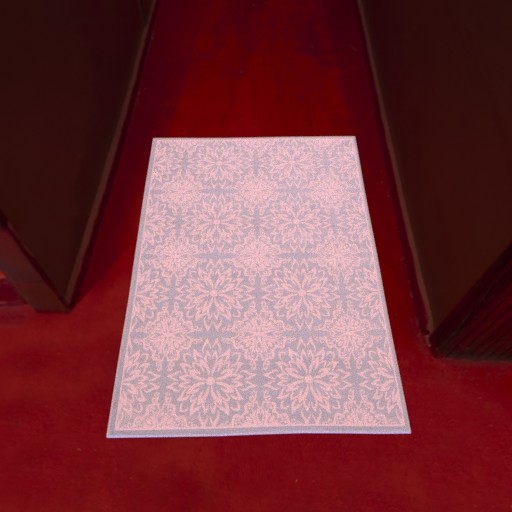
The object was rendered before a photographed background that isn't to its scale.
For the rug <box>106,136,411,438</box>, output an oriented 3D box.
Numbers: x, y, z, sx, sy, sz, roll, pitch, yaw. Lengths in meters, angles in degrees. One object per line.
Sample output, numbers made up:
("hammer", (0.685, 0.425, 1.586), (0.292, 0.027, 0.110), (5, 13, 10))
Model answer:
("rug", (0.000, 0.000, 2.891), (1.589, 0.014, 2.205), (-1, 58, 0))
